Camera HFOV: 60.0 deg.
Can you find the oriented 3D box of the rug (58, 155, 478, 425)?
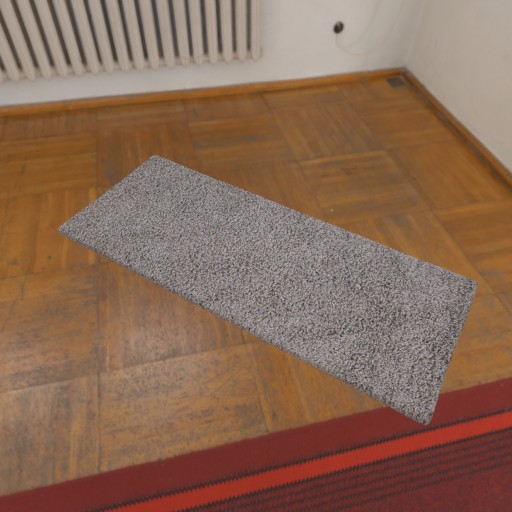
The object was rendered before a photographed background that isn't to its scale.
[{"bbox_3d":[0.000,0.000,1.705,1.524,0.030,0.609,24,52,21],"label":"rug"}]
